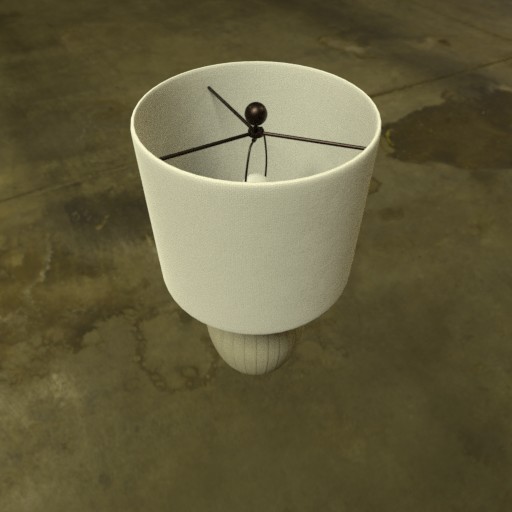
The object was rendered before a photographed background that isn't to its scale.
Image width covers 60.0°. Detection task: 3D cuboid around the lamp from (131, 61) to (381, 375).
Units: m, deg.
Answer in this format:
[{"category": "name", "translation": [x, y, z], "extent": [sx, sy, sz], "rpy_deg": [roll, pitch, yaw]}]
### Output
[{"category": "lamp", "translation": [0.000, 0.000, 0.782], "extent": [0.329, 0.570, 0.329], "rpy_deg": [12, 47, 11]}]
